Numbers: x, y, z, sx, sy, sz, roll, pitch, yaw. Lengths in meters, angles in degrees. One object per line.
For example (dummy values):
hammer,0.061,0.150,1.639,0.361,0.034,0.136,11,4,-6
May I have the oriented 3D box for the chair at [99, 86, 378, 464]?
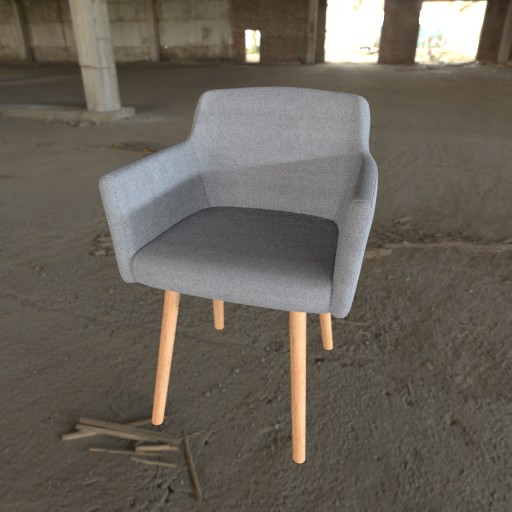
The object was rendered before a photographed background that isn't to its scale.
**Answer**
chair,0.000,0.000,1.148,0.570,0.780,0.540,8,27,15
